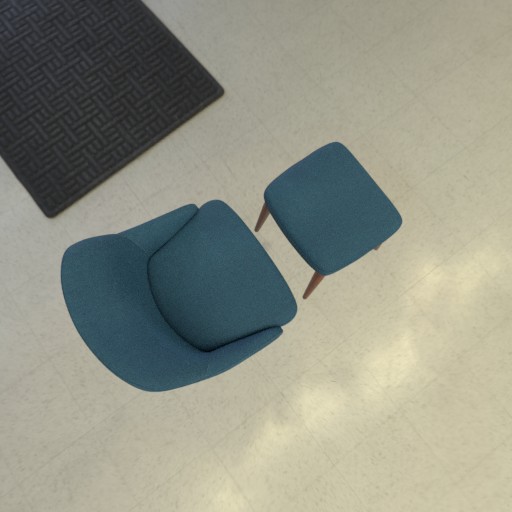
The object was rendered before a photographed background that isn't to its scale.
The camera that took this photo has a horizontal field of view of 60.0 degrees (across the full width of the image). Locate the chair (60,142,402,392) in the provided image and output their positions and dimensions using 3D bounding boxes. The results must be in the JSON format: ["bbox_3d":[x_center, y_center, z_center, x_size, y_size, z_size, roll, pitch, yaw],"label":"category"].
[{"bbox_3d":[0.000,0.000,1.632,1.114,0.866,0.584,-34,78,-8],"label":"chair"}]
